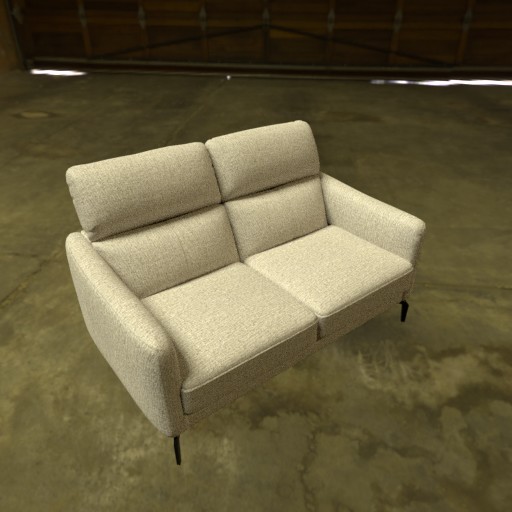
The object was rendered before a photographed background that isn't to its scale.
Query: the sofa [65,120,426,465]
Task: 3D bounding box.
[{"bbox_3d":[0.000,0.000,2.109,1.540,0.950,0.905,-22,37,-32],"label":"sofa"}]
